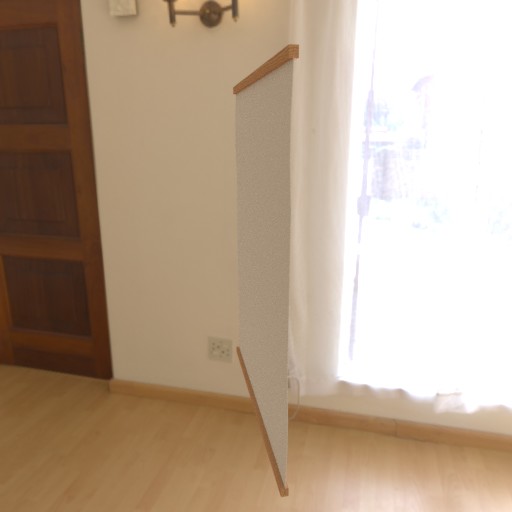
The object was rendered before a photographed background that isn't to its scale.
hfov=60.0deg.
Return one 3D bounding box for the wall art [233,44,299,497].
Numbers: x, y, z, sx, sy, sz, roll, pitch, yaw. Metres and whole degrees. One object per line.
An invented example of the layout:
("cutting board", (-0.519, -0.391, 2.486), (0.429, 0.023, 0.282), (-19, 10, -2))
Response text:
("wall art", (0.000, 0.000, 0.785), (0.011, 0.605, 0.458), (-3, 15, -10))
